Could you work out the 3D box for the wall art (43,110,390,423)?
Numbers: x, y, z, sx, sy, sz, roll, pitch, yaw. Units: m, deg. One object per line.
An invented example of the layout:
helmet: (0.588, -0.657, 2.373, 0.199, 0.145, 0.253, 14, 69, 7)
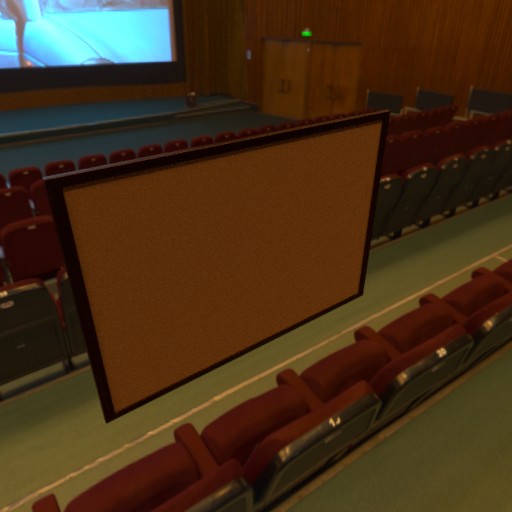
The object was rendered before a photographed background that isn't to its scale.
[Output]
wall art: (0.000, 0.000, 1.036, 0.816, 0.559, 0.014, -20, 36, -31)
